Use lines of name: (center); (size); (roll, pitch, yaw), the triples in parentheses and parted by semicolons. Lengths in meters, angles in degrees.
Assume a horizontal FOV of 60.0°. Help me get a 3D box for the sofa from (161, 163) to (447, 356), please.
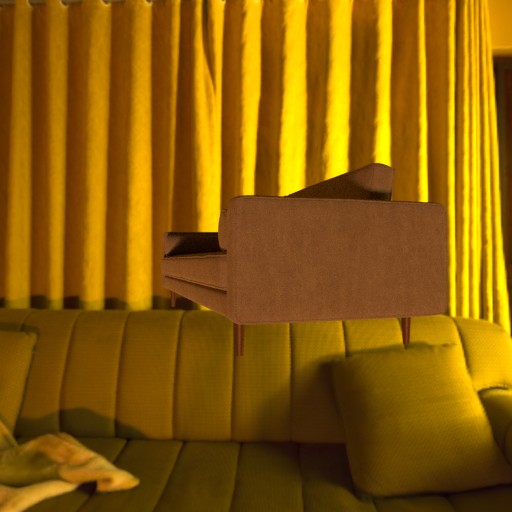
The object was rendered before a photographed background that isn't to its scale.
sofa: (0.000, 0.000, 2.668); (0.919, 0.770, 2.200); (0, -1, -18)
